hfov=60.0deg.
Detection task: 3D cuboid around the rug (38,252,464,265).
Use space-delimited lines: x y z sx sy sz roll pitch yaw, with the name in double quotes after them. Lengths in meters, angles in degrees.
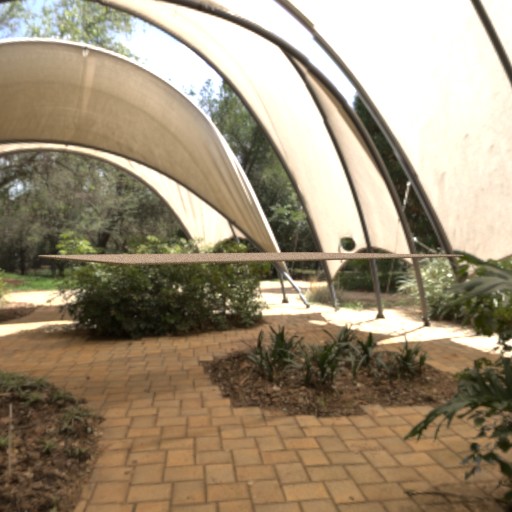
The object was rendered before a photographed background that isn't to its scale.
0.000 0.000 2.282 1.829 0.010 1.219 -1 2 -36 "rug"
